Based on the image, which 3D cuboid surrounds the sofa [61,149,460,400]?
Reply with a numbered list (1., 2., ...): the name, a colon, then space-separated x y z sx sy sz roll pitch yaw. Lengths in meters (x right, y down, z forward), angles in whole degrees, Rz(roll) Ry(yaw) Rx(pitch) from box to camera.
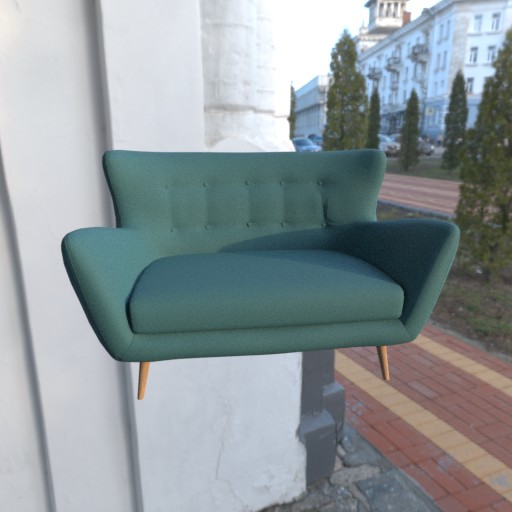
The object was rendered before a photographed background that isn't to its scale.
1. sofa: 0.000 0.000 1.932 1.397 0.889 0.889 -2 15 -8
